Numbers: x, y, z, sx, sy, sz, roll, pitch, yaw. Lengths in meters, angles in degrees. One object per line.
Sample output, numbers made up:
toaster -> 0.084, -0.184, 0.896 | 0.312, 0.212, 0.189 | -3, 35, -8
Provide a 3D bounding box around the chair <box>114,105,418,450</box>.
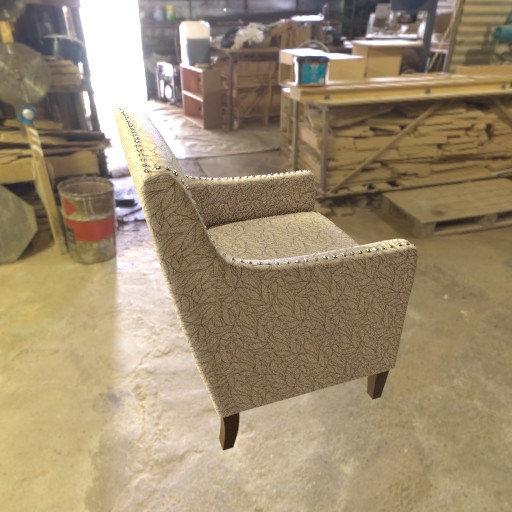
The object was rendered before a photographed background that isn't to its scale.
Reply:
chair -> 0.000, 0.000, 1.304 | 0.651, 0.816, 0.623 | -10, 31, -17
